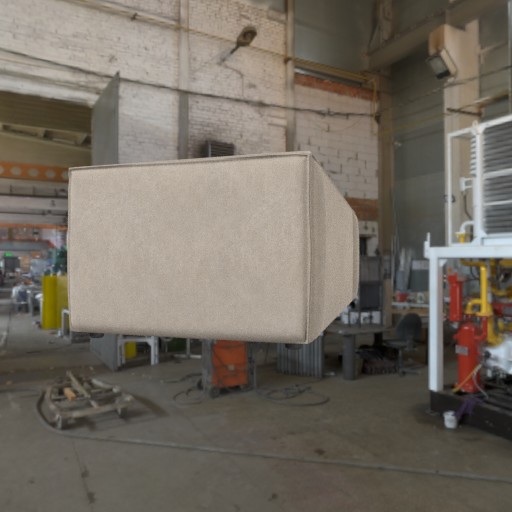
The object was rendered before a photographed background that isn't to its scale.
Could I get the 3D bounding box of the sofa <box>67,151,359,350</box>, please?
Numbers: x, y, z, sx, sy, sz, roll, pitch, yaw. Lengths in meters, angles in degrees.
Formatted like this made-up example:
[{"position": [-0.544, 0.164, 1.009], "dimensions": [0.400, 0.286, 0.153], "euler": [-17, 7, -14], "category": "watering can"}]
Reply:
[{"position": [0.000, 0.000, 2.532], "dimensions": [1.038, 0.680, 1.995], "euler": [0, -1, 17], "category": "sofa"}]
